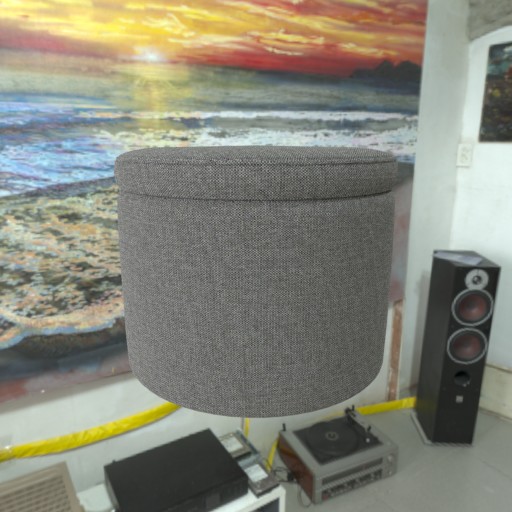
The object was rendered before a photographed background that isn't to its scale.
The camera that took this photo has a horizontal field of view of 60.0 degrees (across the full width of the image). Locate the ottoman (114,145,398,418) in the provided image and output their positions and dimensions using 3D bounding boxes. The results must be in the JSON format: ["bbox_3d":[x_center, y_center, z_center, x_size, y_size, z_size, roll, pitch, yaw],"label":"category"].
[{"bbox_3d":[0.000,0.000,0.887,0.520,0.430,0.520,0,14,0],"label":"ottoman"}]
